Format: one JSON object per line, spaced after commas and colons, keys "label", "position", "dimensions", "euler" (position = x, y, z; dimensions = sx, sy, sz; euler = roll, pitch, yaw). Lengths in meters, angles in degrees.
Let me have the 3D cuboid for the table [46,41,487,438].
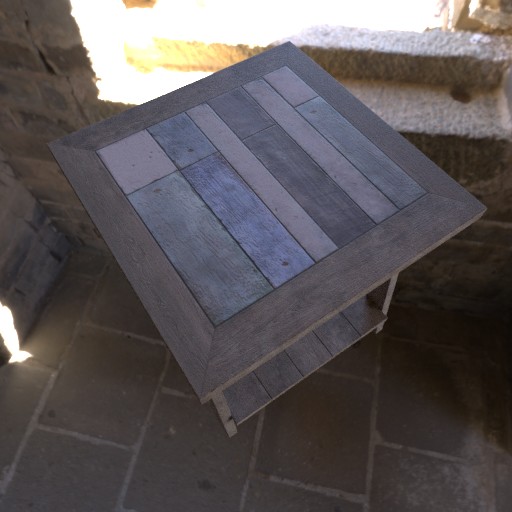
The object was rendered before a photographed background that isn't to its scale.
{"label": "table", "position": [0.000, 0.000, 1.113], "dimensions": [0.610, 0.610, 0.610], "euler": [-30, 64, -17]}
